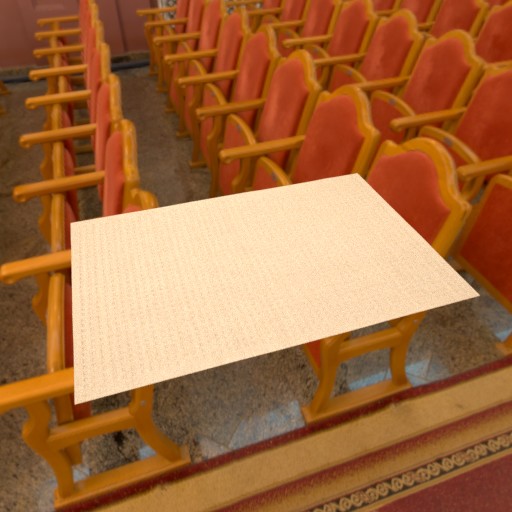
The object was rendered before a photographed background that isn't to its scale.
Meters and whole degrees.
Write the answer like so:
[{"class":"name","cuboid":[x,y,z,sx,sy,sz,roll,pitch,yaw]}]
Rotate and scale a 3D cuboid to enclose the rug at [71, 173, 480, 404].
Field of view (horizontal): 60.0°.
[{"class":"rug","cuboid":[0.000,0.000,2.891,2.289,0.006,1.523,-12,41,-14]}]
